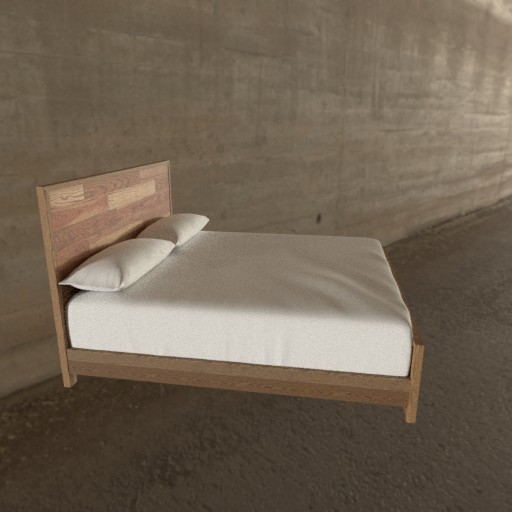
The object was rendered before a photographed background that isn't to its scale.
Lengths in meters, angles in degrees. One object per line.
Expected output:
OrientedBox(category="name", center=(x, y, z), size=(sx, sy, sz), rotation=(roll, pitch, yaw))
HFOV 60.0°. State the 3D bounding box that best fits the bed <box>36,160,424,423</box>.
OrientedBox(category="bed", center=(0.000, 0.000, 3.467), size=(2.184, 1.295, 2.013), rotation=(3, 17, 9))
